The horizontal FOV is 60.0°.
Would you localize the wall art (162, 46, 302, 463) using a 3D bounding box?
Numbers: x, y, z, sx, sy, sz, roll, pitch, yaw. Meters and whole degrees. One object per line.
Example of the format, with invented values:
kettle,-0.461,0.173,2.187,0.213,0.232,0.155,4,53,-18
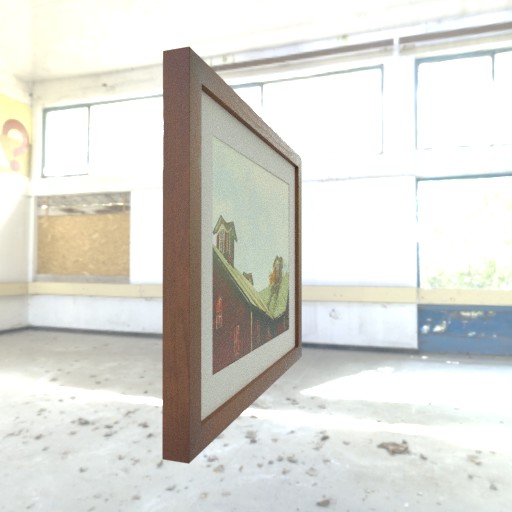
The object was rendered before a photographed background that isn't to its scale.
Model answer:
wall art,0.000,0.000,0.755,0.033,0.457,0.558,0,0,19
